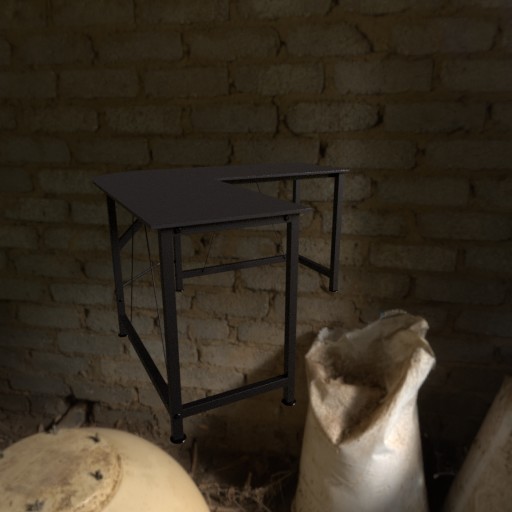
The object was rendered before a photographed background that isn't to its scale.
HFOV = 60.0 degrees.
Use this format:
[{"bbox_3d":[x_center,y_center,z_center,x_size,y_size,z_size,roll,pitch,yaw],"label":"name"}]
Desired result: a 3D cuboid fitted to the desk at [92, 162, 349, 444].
[{"bbox_3d":[0.000,0.000,2.249,1.400,0.762,1.400,-9,19,-26],"label":"desk"}]
